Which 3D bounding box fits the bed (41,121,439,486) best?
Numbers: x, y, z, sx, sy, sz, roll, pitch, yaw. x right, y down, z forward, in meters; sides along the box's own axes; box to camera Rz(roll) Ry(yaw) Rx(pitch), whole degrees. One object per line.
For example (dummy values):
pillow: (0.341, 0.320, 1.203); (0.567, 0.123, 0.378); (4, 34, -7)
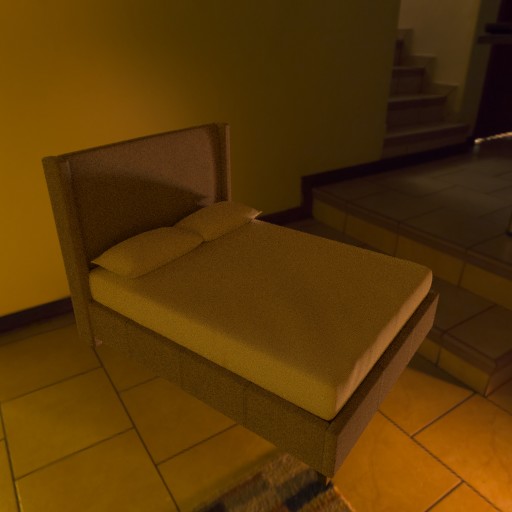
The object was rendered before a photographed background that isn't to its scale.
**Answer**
bed: (0.000, 0.000, 3.236); (2.245, 1.481, 1.714); (18, 32, 32)
